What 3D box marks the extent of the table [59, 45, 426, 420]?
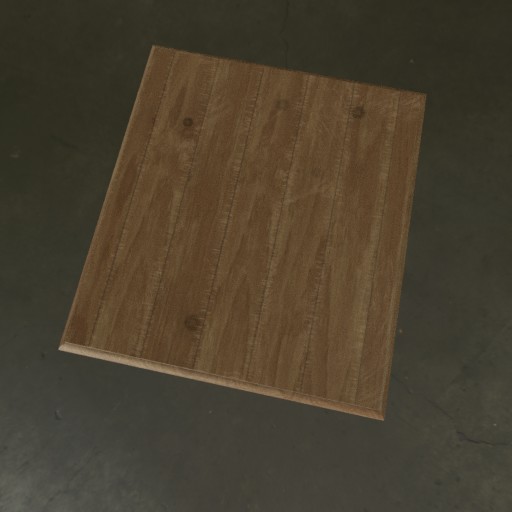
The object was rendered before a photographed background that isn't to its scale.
[{"bbox_3d":[0.000,0.000,0.927,0.457,0.561,0.508,11,76,3],"label":"table"}]
